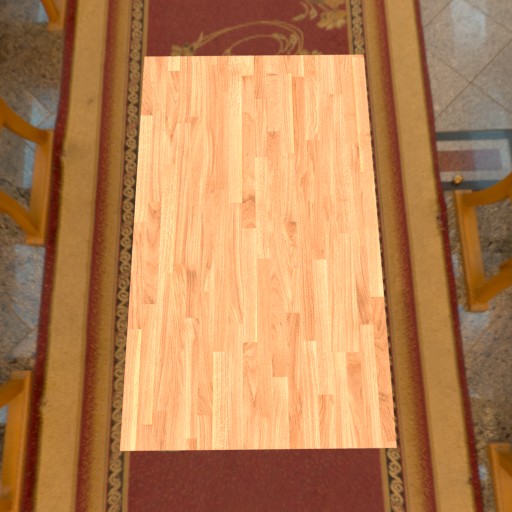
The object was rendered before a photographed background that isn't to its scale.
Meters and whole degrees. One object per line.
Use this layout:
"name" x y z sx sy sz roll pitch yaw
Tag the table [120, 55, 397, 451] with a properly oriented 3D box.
"table" 0.000 0.000 2.003 0.900 0.770 1.500 -1 75 0
